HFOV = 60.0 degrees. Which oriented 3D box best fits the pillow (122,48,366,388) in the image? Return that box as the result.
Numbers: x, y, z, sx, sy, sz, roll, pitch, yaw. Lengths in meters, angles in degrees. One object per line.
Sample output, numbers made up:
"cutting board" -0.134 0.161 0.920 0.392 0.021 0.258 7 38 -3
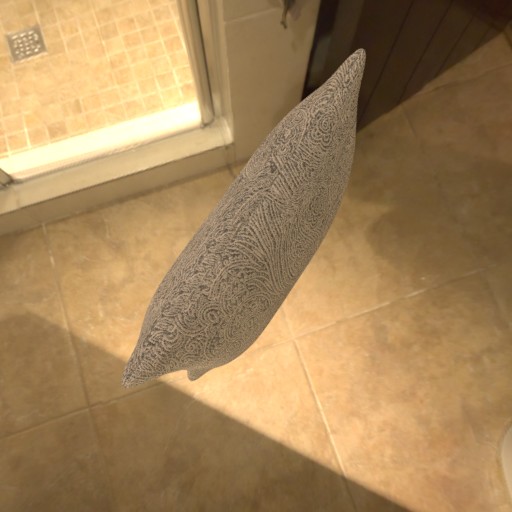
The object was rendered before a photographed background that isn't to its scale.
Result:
"pillow" 0.000 0.000 0.777 0.166 0.510 0.523 33 79 7
